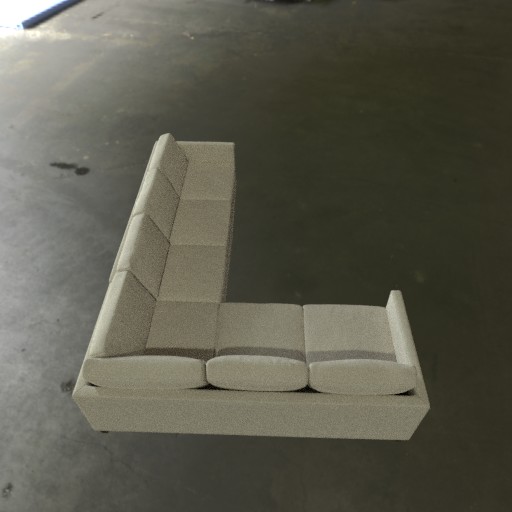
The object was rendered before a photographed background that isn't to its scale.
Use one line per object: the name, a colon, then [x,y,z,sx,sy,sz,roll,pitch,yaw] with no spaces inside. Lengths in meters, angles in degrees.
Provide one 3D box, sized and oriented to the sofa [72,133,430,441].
sofa: [0.000,0.000,4.227,2.432,0.863,3.182,1,46,1]
